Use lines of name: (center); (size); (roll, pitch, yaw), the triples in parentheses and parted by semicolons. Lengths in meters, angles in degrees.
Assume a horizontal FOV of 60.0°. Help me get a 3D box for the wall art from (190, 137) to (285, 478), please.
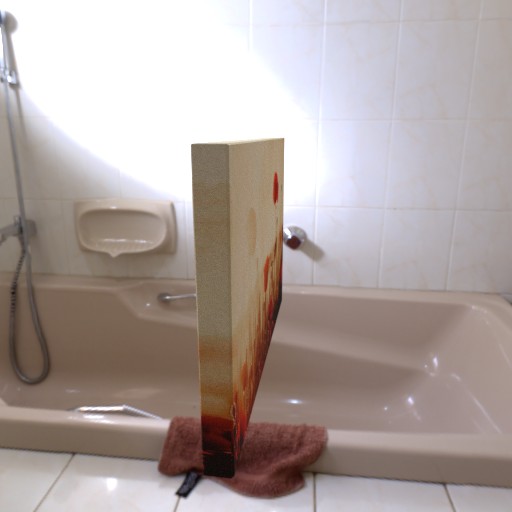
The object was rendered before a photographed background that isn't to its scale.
wall art: (0.000, 0.000, 0.788); (0.040, 0.402, 0.613); (2, 16, 8)
